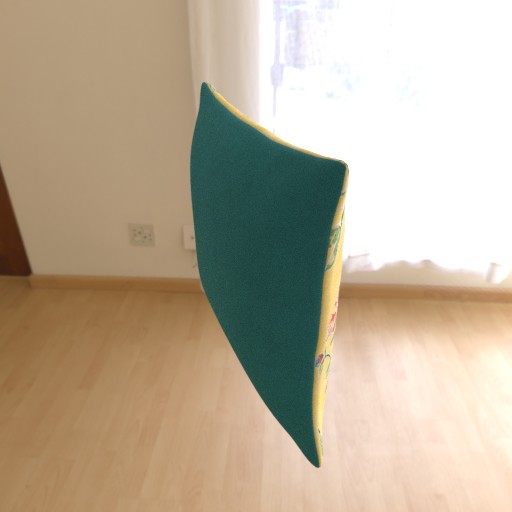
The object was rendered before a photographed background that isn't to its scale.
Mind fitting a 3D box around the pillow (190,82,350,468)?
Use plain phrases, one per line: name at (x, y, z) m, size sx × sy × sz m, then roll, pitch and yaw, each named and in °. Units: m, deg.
pillow at (0.000, 0.000, 0.789) m, size 0.166 × 0.508 × 0.525 m, roll -11°, pitch 33°, yaw -19°
